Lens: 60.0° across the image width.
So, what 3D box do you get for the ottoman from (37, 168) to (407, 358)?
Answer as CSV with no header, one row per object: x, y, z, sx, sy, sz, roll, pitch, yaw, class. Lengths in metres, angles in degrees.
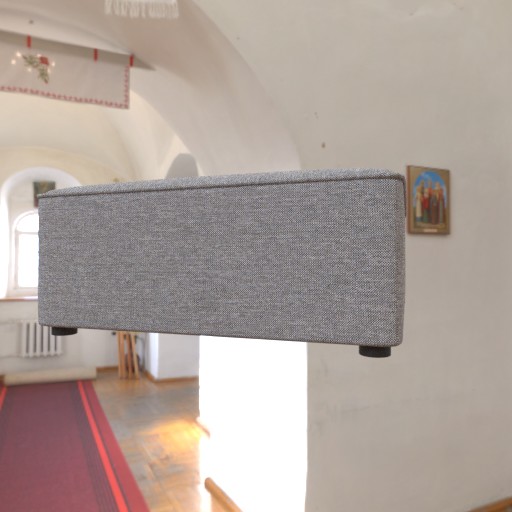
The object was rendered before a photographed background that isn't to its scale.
0.000,0.000,1.559,1.005,0.455,1.005,0,-1,19,ottoman
